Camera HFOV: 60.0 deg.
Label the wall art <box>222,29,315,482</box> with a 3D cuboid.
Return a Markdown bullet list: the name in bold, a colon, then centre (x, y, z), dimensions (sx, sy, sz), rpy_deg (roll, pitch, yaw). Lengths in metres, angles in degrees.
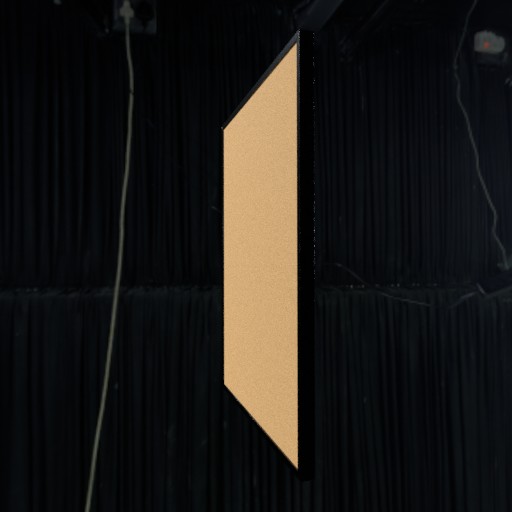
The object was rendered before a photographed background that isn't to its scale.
- **wall art**: centre (0.000, 0.000, 1.428), dimensions (0.040, 1.062, 0.805), rpy_deg (0, 0, -17)
